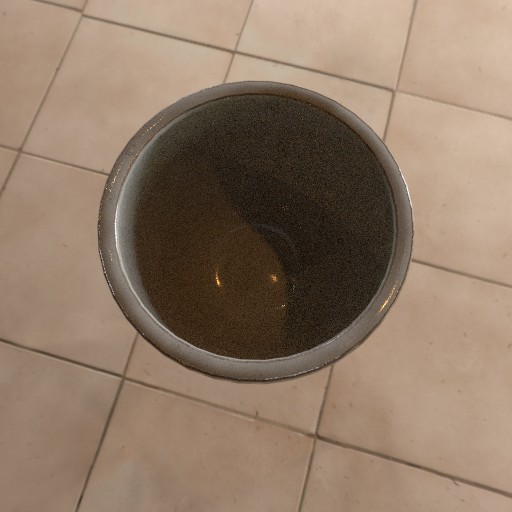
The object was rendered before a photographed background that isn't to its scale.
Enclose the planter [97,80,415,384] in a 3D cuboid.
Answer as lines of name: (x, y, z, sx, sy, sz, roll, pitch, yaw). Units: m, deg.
planter: (0.000, 0.000, 0.362, 0.197, 0.191, 0.197, 0, 76, 0)
